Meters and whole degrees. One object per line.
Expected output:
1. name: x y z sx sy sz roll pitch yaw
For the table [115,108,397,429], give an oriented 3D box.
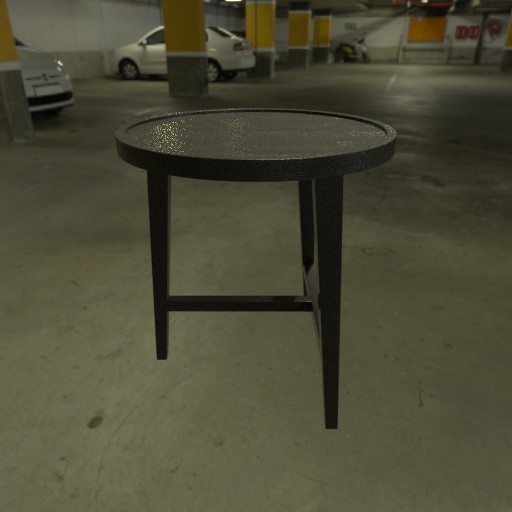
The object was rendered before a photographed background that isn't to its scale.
1. table: 0.000 0.000 0.933 0.500 0.531 0.500 0 26 0
